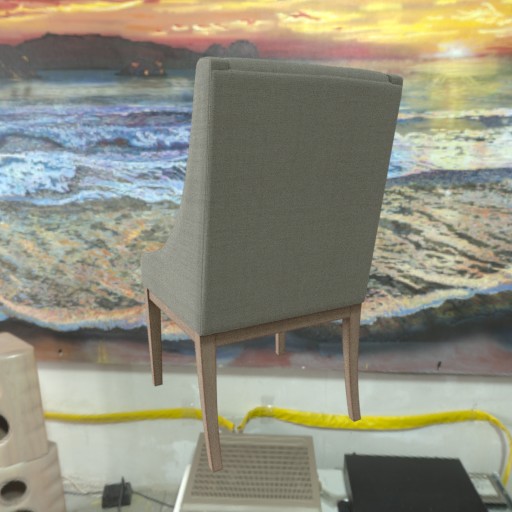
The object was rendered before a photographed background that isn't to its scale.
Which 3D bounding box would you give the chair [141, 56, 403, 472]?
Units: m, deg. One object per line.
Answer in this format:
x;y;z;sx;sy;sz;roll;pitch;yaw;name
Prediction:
0.000;0.000;1.367;0.575;1.021;0.611;-7;16;-27;chair
